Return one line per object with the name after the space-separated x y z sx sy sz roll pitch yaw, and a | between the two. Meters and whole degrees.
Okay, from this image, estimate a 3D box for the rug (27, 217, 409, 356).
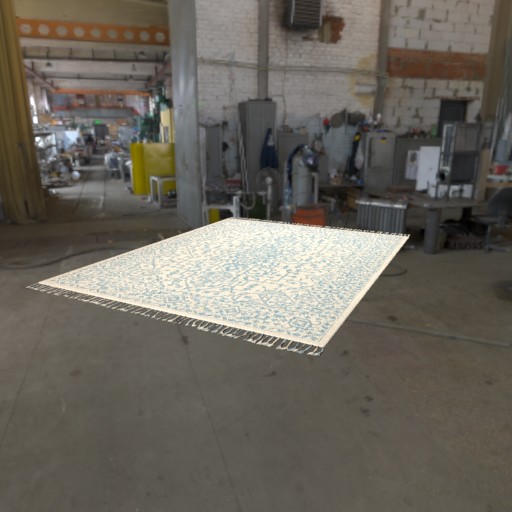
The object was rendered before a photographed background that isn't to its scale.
0.000 0.000 4.388 2.464 0.010 3.327 8 18 26 | rug
